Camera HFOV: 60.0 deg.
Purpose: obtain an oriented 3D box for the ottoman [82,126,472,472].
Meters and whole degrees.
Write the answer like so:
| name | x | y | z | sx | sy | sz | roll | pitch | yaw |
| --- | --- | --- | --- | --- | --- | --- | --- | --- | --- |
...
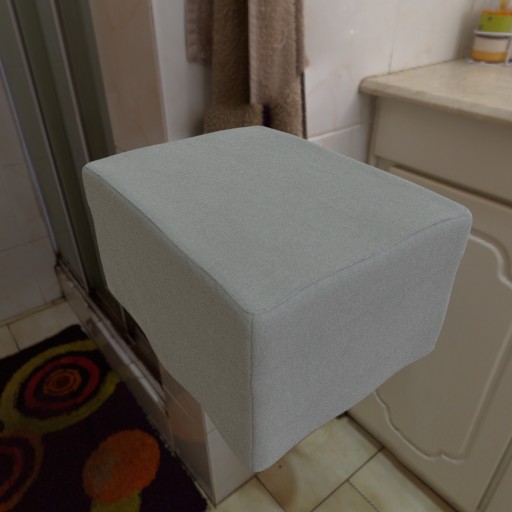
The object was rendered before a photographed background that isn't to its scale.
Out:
| name | x | y | z | sx | sy | sz | roll | pitch | yaw |
| --- | --- | --- | --- | --- | --- | --- | --- | --- | --- |
| ottoman | 0.000 | 0.000 | 1.233 | 0.648 | 0.461 | 0.833 | -22 | 39 | -30 |
